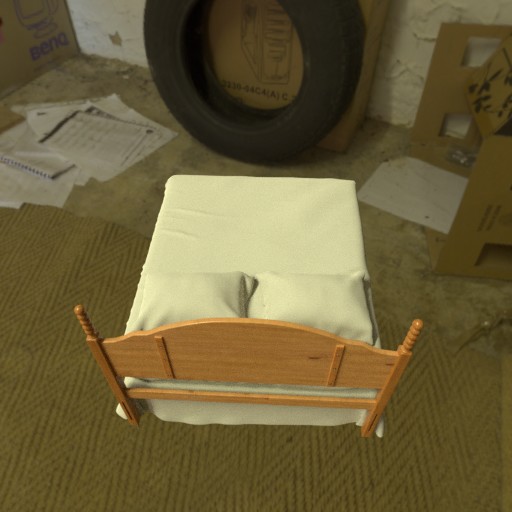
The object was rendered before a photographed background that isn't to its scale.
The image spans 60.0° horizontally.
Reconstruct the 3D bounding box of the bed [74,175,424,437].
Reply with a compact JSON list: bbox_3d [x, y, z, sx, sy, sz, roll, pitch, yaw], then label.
[{"bbox_3d":[0.000,0.000,3.234,1.873,1.356,2.040,2,48,2],"label":"bed"}]
